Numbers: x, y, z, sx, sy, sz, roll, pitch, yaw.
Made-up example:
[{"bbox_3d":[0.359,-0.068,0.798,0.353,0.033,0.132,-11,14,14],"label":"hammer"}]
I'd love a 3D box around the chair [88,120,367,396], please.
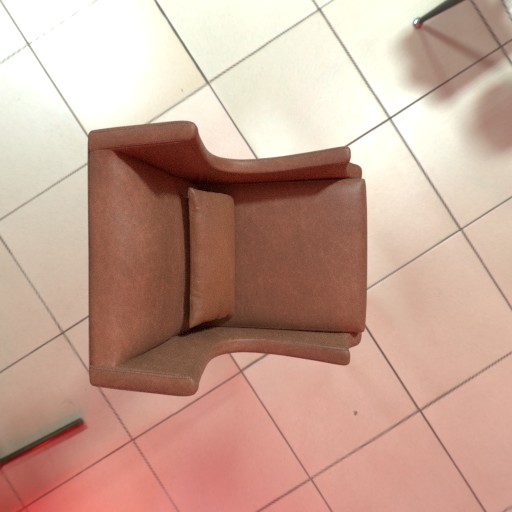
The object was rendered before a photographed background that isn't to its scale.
[{"bbox_3d":[0.000,0.000,1.712,0.913,1.088,0.815,0,91,1],"label":"chair"}]
